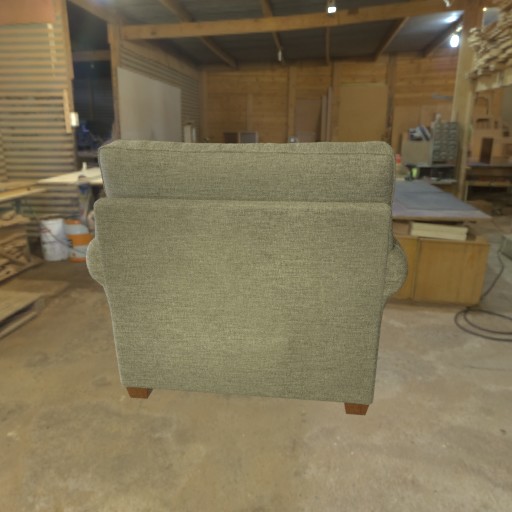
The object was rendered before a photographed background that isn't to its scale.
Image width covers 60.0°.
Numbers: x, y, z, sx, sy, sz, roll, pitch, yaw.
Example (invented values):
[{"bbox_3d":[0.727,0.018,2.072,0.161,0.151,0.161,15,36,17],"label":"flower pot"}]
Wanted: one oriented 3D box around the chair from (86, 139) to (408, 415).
[{"bbox_3d":[0.000,0.000,1.867,1.092,0.961,0.965,2,16,7],"label":"chair"}]
